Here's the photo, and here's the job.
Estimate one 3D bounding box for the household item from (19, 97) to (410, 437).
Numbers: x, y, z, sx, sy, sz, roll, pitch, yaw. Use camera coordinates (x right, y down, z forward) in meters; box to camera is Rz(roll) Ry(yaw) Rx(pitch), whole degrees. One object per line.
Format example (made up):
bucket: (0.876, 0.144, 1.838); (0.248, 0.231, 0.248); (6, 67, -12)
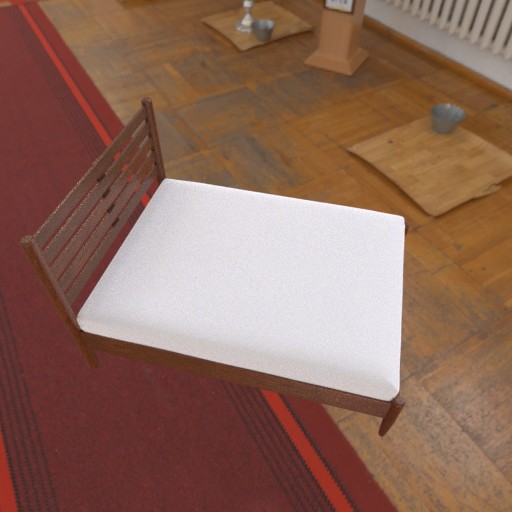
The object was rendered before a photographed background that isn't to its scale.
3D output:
household item: (0.000, 0.000, 3.224); (2.232, 1.356, 1.663); (10, 48, 10)
